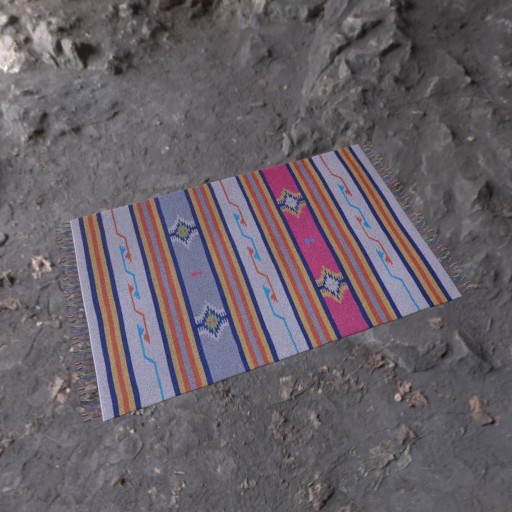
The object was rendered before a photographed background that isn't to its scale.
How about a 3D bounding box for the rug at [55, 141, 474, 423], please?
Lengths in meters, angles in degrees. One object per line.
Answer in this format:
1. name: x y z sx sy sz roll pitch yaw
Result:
1. rug: 0.000 0.000 2.209 1.849 0.013 1.084 -17 59 -10
